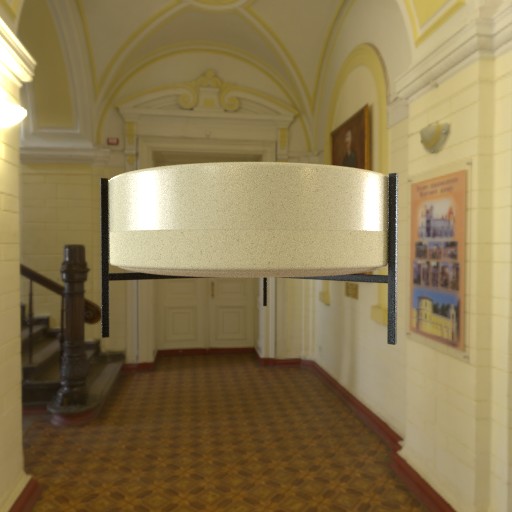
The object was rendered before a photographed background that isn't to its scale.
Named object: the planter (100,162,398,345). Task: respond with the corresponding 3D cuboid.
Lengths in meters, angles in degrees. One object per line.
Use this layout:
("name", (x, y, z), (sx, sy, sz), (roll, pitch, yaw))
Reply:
("planter", (0.000, 0.000, 0.540), (0.345, 0.171, 0.336), (1, 2, 36))
